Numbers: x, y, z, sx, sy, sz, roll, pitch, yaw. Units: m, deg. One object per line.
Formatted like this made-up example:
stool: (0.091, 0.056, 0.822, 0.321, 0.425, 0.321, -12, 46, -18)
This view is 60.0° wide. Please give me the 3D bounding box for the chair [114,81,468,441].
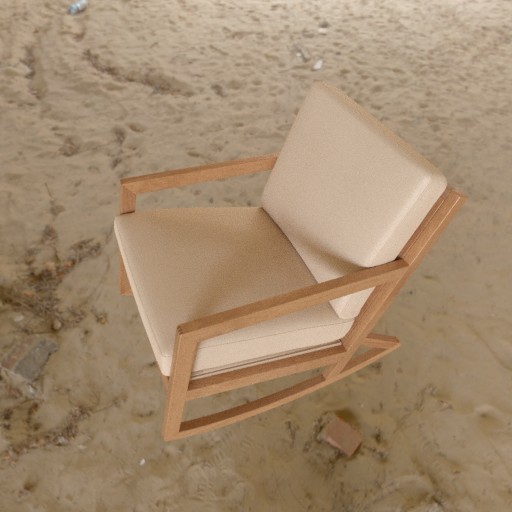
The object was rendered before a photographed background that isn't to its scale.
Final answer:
chair: (0.000, 0.000, 1.384, 0.857, 0.790, 0.622, -18, 49, -16)
